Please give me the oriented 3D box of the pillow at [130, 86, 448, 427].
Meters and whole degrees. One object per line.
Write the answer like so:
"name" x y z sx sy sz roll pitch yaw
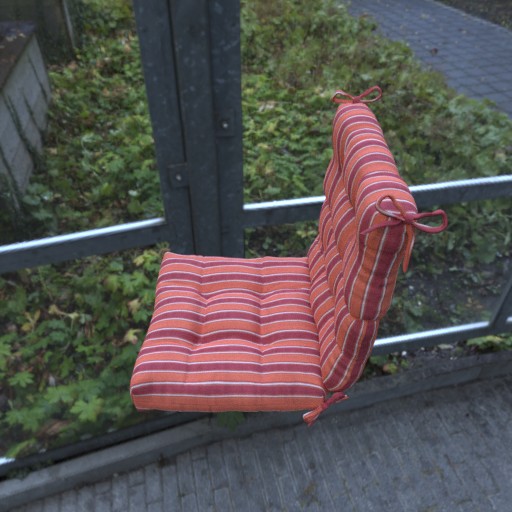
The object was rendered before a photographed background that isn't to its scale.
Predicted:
"pillow" 0.000 0.000 1.006 0.571 0.605 0.519 0 41 0
